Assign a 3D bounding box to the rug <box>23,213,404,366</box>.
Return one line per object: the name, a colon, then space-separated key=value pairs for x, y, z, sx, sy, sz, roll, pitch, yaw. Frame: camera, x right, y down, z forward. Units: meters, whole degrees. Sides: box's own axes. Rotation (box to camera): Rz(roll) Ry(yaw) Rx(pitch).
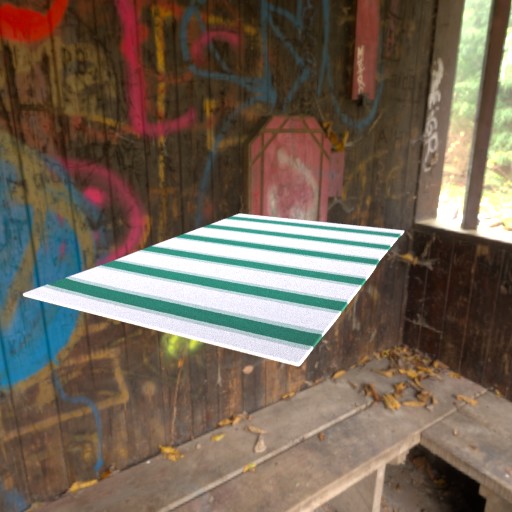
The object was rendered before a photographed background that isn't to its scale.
rug: x=0.000 y=0.000 z=2.325 sx=1.210 sy=0.012 sz=1.829 roll=8 pitch=19 yaw=26
